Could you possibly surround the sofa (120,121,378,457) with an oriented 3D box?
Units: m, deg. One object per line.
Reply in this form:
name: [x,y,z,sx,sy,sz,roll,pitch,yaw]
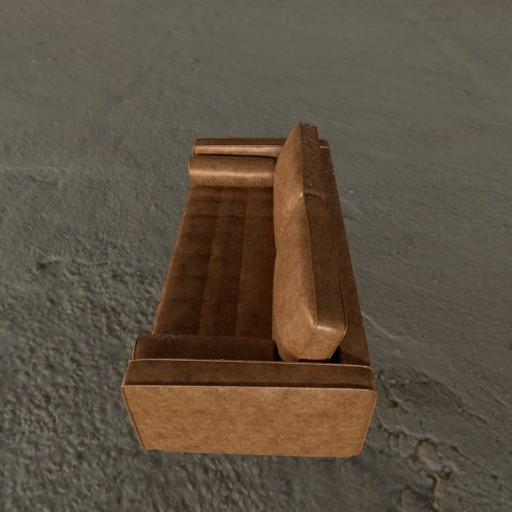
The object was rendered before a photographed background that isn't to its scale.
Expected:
sofa: [0.000,0.000,2.371,0.924,0.825,1.920,1,41,1]
